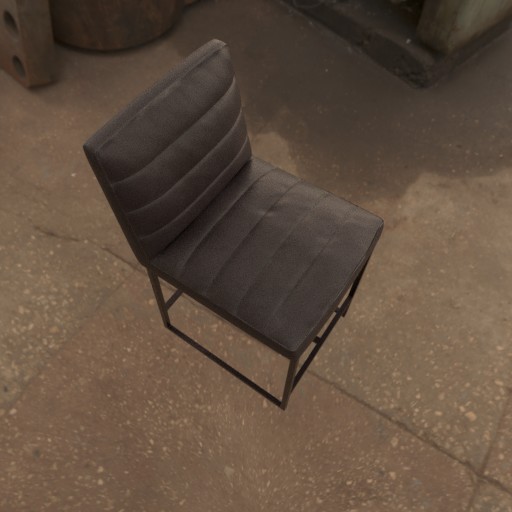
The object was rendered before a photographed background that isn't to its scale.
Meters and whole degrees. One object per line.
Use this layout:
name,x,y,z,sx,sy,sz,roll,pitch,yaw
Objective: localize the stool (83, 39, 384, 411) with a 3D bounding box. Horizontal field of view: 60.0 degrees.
stool,0.000,0.000,1.281,0.562,0.946,0.463,31,64,17
